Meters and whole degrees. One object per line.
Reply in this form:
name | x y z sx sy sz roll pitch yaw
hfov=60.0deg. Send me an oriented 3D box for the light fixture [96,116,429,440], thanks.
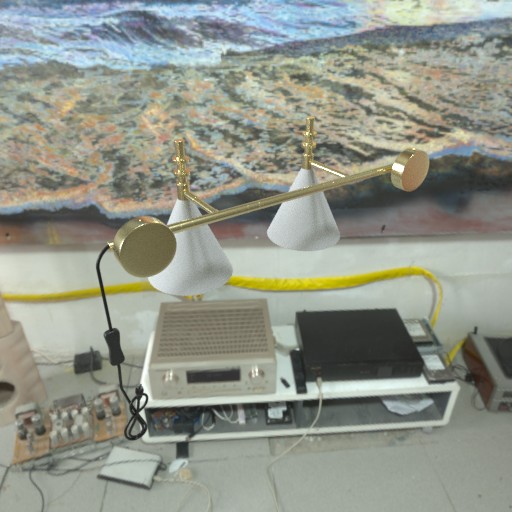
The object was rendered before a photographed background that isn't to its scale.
light fixture | 0.000 0.000 0.854 0.642 0.468 0.239 -19 35 -29
